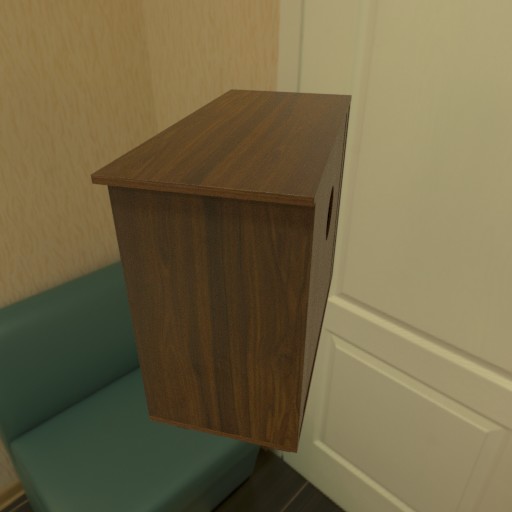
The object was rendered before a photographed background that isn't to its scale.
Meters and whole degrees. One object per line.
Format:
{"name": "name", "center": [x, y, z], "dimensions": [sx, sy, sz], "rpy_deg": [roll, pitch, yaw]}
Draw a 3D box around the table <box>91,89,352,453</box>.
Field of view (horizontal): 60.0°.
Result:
{"name": "table", "center": [0.000, 0.000, 1.229], "dimensions": [0.390, 0.725, 0.802], "rpy_deg": [8, 31, 12]}
